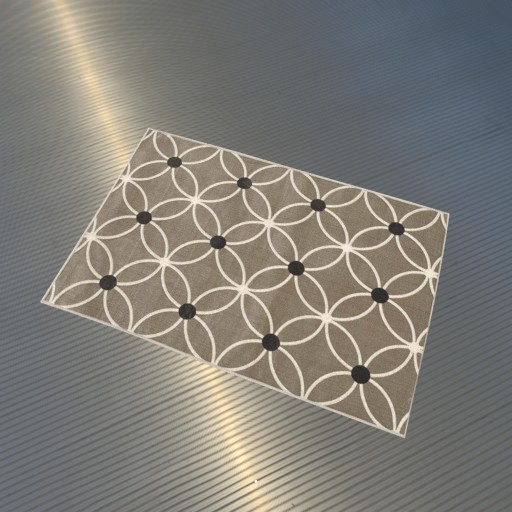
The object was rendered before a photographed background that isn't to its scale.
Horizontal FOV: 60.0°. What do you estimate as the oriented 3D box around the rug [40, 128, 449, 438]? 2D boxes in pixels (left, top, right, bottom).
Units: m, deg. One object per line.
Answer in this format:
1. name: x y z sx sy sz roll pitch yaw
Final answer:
1. rug: 0.000 0.000 2.881 2.284 0.008 1.522 18 64 9
